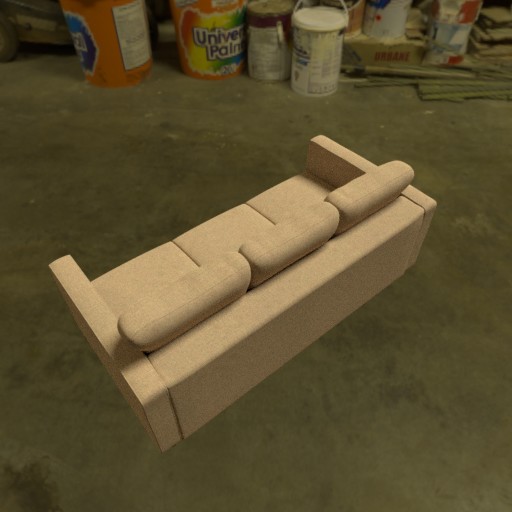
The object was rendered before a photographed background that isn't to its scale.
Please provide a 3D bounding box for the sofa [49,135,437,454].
[{"bbox_3d":[0.000,0.000,2.421,1.855,0.800,0.930,-31,53,-26],"label":"sofa"}]
